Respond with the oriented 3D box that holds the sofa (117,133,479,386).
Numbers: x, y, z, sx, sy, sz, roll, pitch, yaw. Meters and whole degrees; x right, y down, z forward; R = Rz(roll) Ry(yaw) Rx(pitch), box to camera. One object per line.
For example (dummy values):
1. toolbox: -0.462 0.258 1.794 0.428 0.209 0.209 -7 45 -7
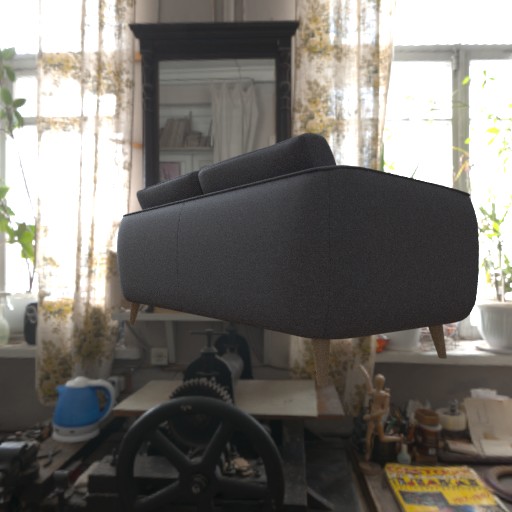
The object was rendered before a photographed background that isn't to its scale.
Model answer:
1. sofa: 0.000 0.000 2.405 0.920 0.870 2.000 1 -1 -36
